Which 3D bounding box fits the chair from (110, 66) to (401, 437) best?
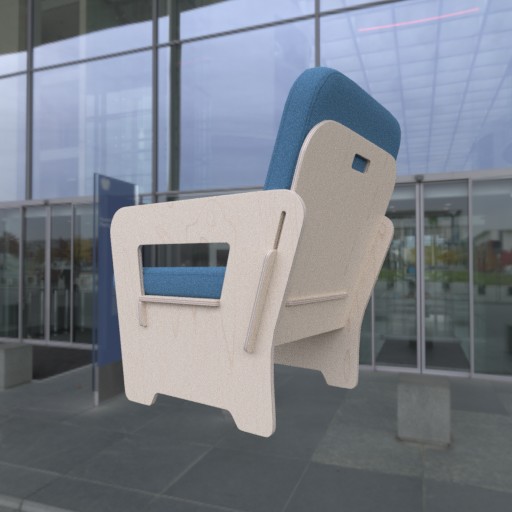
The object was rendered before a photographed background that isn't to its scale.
[{"bbox_3d":[0.000,0.000,1.188,0.657,0.747,0.547,-1,-1,35],"label":"chair"}]
